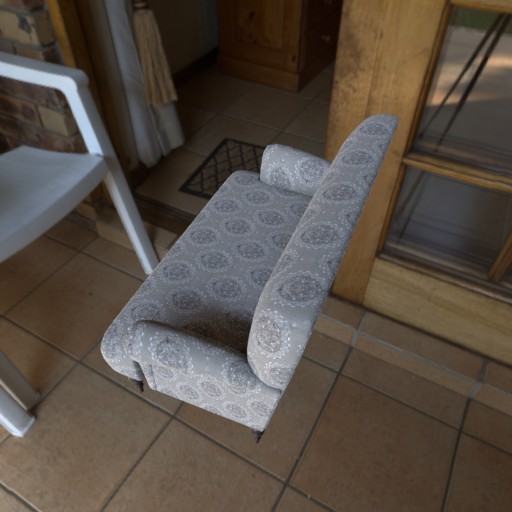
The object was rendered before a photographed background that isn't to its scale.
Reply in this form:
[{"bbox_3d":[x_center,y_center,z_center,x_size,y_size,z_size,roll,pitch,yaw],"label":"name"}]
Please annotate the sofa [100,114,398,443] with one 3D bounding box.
[{"bbox_3d":[0.000,0.000,1.845,0.779,0.889,1.297,17,48,16],"label":"sofa"}]
